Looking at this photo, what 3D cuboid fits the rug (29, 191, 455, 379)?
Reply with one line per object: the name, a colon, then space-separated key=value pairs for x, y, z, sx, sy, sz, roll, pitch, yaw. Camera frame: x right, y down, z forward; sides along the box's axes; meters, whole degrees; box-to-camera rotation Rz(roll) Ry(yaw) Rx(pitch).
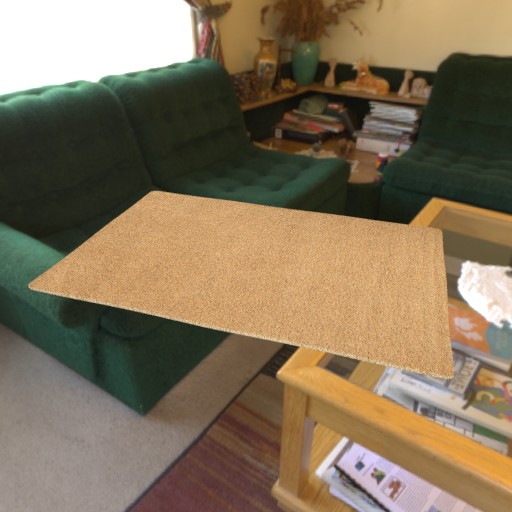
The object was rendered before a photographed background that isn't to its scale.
rug: x=0.000 y=0.000 z=2.905 sx=2.349 sy=0.025 sz=1.500 roll=9 pitch=33 yaw=15
